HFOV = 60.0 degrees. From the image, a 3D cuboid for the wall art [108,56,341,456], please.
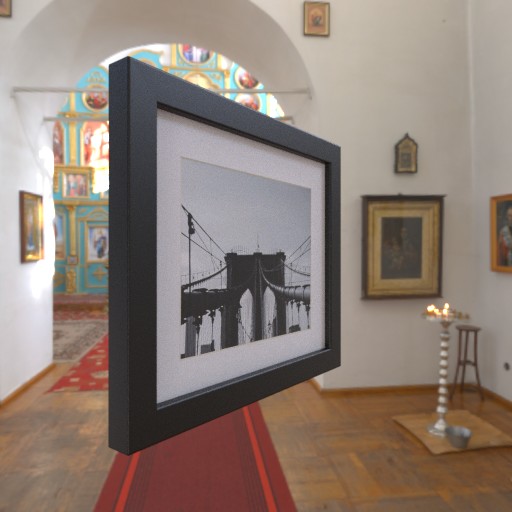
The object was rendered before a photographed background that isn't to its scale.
[{"bbox_3d":[0.000,0.000,0.524,0.028,0.330,0.380,0,0,38],"label":"wall art"}]
